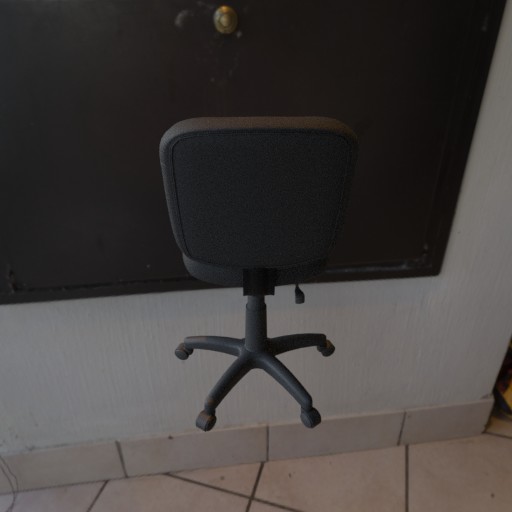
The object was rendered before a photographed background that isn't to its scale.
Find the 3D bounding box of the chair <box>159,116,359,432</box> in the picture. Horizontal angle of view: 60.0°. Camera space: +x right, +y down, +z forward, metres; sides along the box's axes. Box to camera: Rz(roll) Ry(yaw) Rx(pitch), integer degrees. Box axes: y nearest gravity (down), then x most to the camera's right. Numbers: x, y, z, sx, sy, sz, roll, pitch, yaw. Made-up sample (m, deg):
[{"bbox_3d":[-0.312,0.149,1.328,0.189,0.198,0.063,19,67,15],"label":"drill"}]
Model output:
[{"bbox_3d":[0.000,0.000,1.382,0.610,0.972,0.610,-1,30,-2],"label":"chair"}]
